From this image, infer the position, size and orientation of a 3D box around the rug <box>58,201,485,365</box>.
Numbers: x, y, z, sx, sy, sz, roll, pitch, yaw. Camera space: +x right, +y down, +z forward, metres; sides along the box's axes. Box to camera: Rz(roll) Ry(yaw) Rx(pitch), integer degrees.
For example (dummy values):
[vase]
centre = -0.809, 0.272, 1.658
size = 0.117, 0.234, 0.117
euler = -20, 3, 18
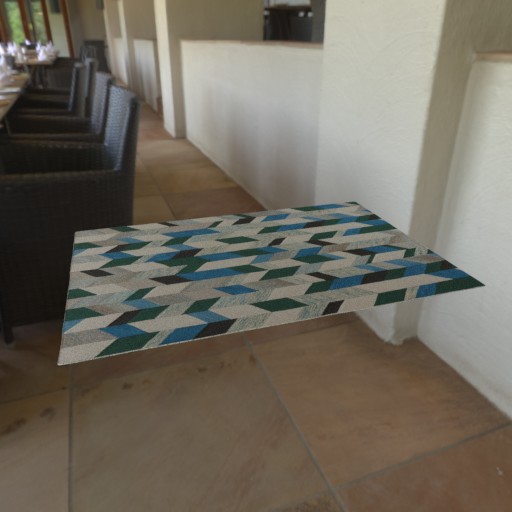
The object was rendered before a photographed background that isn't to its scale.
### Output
[rug]
centre = 0.000, 0.000, 2.305
size = 1.827, 0.005, 1.229
euler = -8, 27, -15
